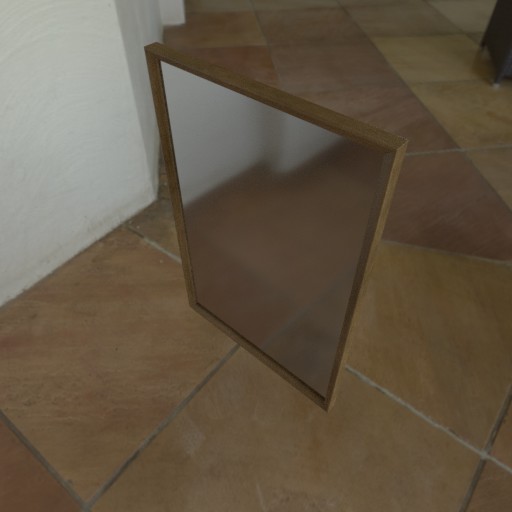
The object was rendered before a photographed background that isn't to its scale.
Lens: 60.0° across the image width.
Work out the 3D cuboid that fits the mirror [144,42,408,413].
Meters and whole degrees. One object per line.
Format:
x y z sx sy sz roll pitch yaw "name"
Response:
0.000 0.000 1.155 0.609 0.915 0.041 32 54 27 "mirror"
